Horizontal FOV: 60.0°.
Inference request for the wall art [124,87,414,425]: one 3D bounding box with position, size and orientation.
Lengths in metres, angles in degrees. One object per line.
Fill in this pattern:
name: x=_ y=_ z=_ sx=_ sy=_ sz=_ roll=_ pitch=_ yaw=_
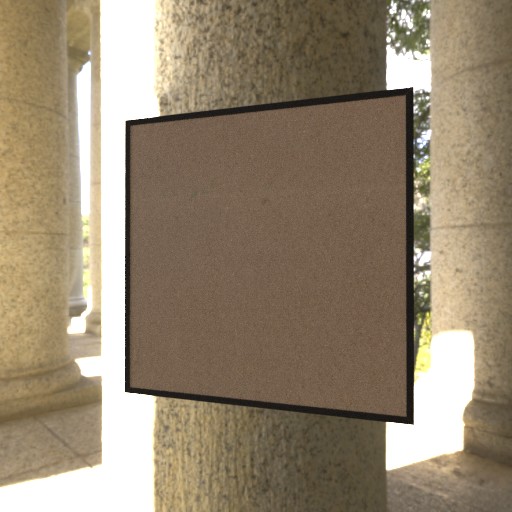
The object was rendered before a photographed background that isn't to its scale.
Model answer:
wall art: x=0.000 y=0.000 z=1.136 sx=0.762 sy=0.762 sz=0.038 roll=0 pitch=0 yaw=18
